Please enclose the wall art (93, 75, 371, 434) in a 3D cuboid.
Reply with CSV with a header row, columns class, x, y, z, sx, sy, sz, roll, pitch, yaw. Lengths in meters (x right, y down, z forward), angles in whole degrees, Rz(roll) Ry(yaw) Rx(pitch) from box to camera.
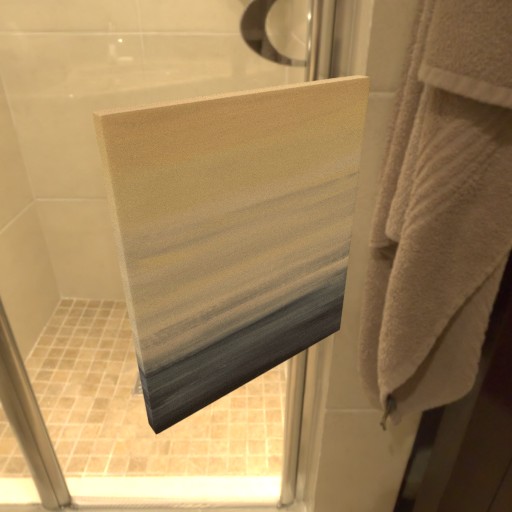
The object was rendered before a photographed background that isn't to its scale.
class,x,y,z,sx,sy,sz,roll,pitch,yaw
wall art,0.000,0.000,1.001,0.608,0.710,0.041,-21,36,-32
